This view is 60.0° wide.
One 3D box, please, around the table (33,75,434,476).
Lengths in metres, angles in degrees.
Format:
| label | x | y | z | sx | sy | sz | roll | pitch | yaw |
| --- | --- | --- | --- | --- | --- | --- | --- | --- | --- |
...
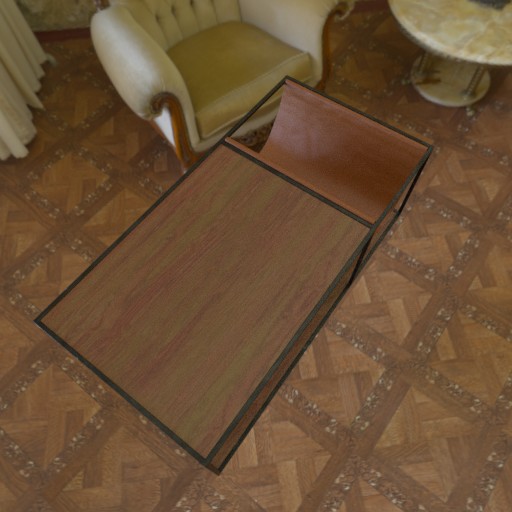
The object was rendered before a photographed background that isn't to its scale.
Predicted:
| label | x | y | z | sx | sy | sz | roll | pitch | yaw |
| --- | --- | --- | --- | --- | --- | --- | --- | --- | --- |
| table | 0.000 | 0.000 | 1.501 | 0.597 | 0.403 | 1.199 | 33 | 66 | 17 |
